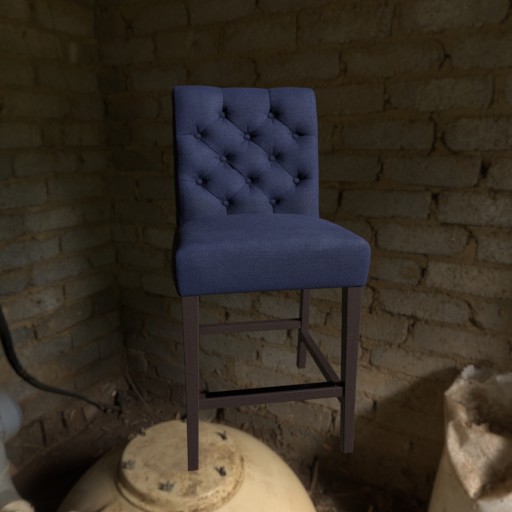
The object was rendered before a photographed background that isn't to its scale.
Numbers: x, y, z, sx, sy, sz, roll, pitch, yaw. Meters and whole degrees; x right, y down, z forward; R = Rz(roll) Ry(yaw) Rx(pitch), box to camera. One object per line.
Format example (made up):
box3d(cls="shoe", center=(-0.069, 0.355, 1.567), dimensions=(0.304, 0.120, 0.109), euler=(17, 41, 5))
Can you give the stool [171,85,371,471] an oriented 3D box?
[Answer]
box3d(cls="stool", center=(0.000, 0.000, 1.341), dimensions=(0.493, 1.010, 0.601), euler=(-2, 15, -9))
